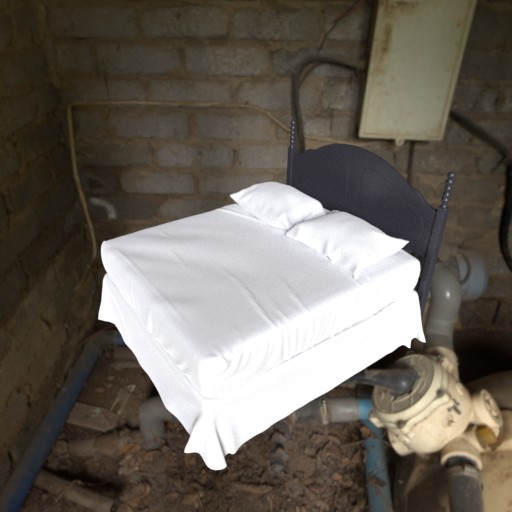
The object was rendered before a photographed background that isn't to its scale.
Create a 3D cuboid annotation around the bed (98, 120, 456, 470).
[{"bbox_3d":[0.000,0.000,3.261,2.040,1.356,1.873,-20,37,-30],"label":"bed"}]
